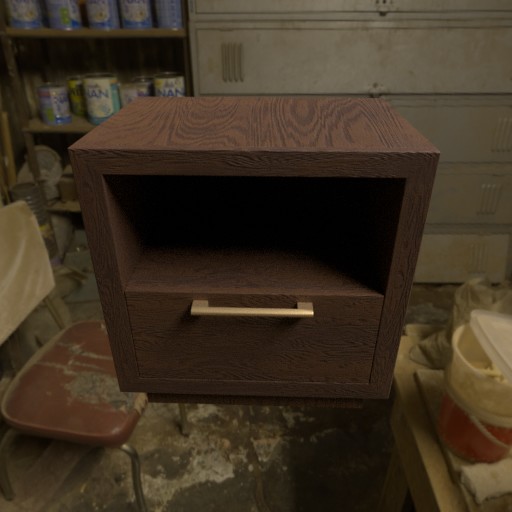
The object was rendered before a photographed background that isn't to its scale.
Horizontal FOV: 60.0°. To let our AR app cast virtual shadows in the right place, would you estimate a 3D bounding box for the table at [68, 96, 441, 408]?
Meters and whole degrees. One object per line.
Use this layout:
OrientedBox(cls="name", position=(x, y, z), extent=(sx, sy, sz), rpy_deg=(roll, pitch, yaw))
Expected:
OrientedBox(cls="table", position=(0.000, 0.000, 0.971), extent=(0.560, 0.585, 0.439), rpy_deg=(1, 30, 2))
